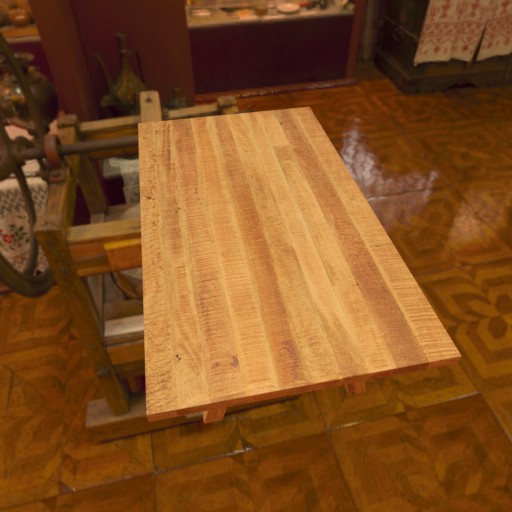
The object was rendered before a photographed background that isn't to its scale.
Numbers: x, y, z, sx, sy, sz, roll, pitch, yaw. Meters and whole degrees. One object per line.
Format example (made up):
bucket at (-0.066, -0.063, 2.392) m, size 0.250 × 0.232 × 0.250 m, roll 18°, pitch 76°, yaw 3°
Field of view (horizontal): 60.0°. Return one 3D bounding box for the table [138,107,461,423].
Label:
table at (0.000, 0.000, 1.648) m, size 0.760 × 0.455 × 1.320 m, roll -8°, pitch 46°, yaw -8°
